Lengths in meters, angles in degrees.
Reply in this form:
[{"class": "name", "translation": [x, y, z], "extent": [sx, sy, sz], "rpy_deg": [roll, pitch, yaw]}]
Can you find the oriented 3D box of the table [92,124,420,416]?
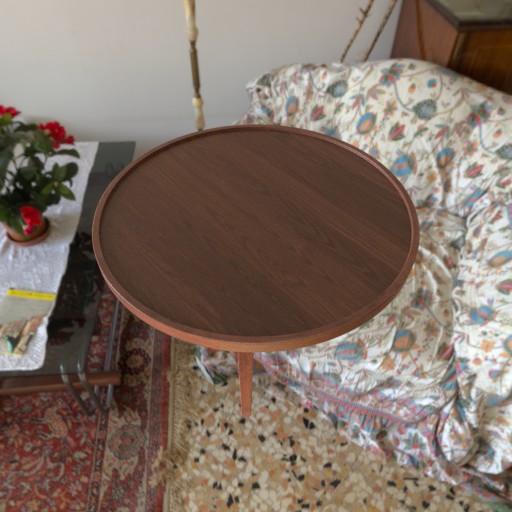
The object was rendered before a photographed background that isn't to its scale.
[{"class": "table", "translation": [0.000, 0.000, 1.246], "extent": [0.800, 0.360, 0.800], "rpy_deg": [0, 46, 0]}]
